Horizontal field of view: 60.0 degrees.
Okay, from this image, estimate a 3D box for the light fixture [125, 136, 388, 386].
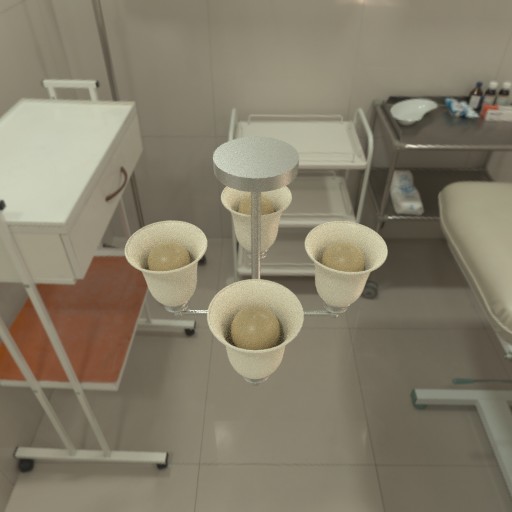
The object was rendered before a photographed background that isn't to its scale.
[{"bbox_3d":[0.000,0.000,0.740,0.427,0.370,0.427,0,41,0],"label":"light fixture"}]
